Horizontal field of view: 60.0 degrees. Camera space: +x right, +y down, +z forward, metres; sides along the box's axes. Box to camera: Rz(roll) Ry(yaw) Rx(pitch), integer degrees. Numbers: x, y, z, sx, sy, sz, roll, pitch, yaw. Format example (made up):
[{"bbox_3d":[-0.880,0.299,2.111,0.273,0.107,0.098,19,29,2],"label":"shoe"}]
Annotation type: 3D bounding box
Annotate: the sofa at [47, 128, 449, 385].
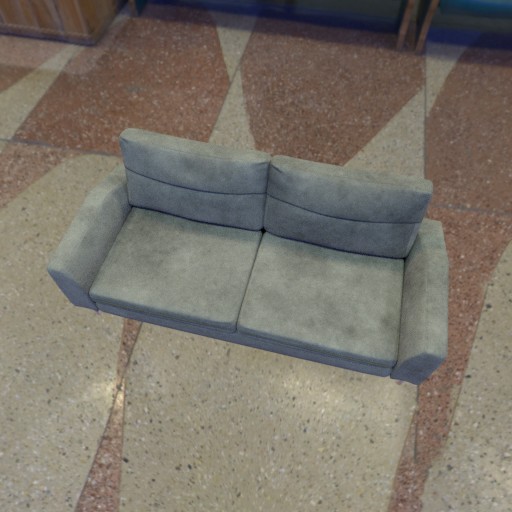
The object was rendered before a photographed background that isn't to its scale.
[{"bbox_3d":[0.000,0.000,2.299,1.837,0.859,0.849,12,57,8],"label":"sofa"}]
